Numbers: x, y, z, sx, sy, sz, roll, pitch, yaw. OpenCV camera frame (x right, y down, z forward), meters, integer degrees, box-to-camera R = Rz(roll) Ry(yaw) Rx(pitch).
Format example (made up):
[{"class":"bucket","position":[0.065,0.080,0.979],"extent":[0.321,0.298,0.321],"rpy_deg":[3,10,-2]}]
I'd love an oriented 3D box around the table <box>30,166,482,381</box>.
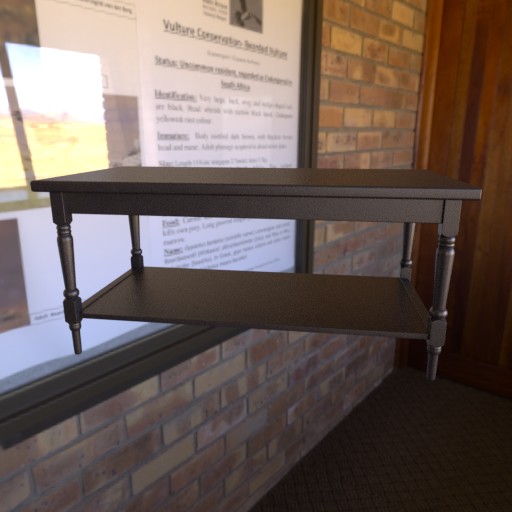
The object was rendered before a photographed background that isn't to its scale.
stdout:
[{"class":"table","position":[0.000,0.000,1.402],"extent":[1.107,0.510,0.550],"rpy_deg":[2,16,8]}]
